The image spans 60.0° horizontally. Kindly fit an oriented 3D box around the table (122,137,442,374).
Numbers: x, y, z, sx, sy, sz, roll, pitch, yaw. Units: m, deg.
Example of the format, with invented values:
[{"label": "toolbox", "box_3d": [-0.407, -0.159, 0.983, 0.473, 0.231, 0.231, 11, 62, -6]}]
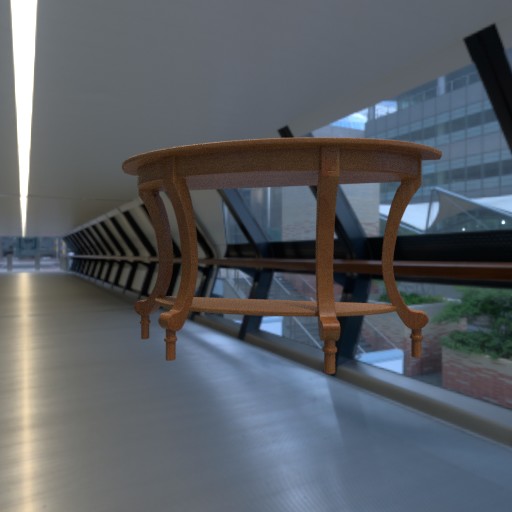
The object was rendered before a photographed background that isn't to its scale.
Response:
[{"label": "table", "box_3d": [0.000, 0.000, 1.507, 1.198, 0.692, 0.394, 0, 1, 17]}]
